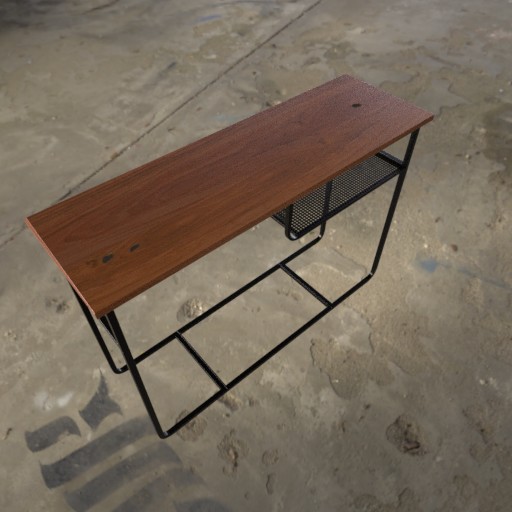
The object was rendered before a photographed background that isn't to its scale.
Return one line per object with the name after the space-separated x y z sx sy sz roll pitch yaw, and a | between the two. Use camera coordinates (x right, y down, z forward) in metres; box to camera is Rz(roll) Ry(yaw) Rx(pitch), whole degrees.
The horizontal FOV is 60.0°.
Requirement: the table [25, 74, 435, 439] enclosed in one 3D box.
0.000 0.000 1.441 1.100 0.750 0.350 -32 55 -26 | table
